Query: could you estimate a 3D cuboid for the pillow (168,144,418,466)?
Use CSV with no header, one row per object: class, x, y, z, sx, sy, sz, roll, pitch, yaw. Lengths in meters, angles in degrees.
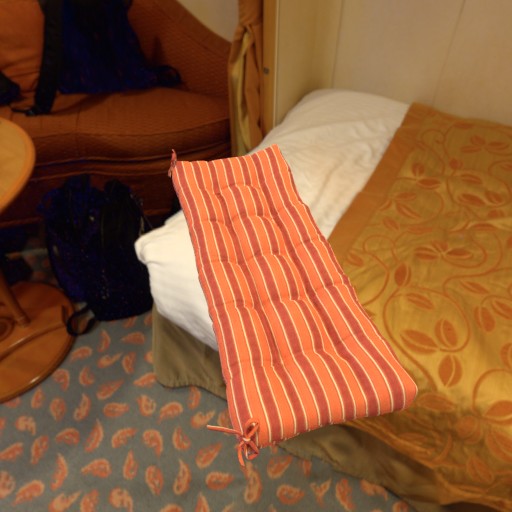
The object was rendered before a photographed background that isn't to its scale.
pillow,0.000,0.000,1.399,0.511,0.174,1.194,-11,47,-11
